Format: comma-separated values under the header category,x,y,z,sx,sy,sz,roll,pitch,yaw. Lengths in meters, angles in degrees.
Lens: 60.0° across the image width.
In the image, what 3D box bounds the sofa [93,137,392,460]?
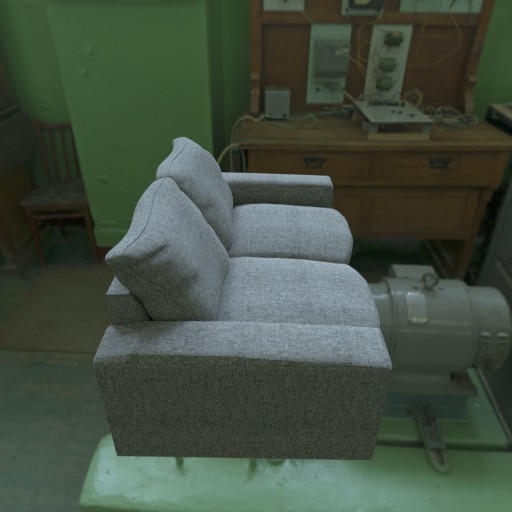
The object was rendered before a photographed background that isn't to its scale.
category,x,y,z,sx,sy,sz,roll,pitch,yaw
sofa,0.000,0.000,2.300,1.094,0.877,1.758,1,32,1
